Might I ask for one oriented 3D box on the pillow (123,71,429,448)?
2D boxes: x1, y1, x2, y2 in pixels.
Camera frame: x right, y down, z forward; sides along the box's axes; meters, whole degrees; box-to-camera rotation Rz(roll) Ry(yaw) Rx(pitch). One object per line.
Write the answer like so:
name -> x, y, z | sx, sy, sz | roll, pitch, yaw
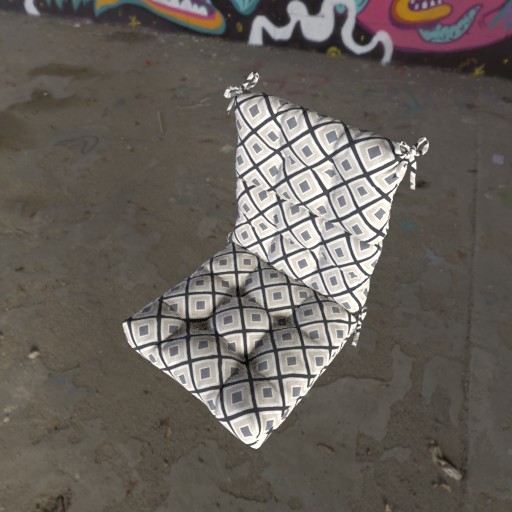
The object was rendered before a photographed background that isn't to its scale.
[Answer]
pillow -> 0.000, 0.000, 1.071 | 0.519, 0.605, 0.571 | 31, 53, 27
